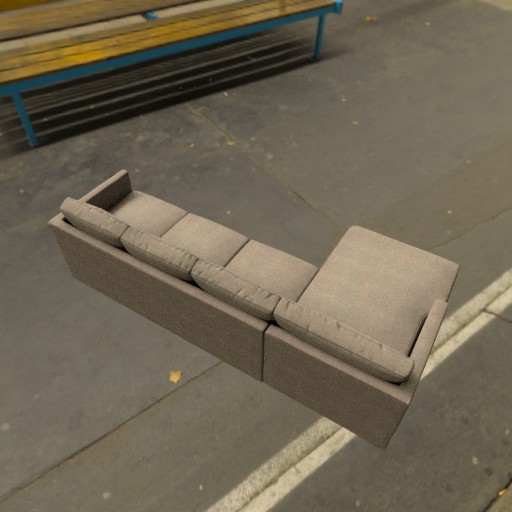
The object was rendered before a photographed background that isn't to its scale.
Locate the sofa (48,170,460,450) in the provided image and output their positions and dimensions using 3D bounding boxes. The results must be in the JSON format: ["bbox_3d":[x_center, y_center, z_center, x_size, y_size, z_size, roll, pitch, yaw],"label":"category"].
[{"bbox_3d":[0.000,0.000,3.893,3.205,0.922,1.650,24,50,21],"label":"sofa"}]
